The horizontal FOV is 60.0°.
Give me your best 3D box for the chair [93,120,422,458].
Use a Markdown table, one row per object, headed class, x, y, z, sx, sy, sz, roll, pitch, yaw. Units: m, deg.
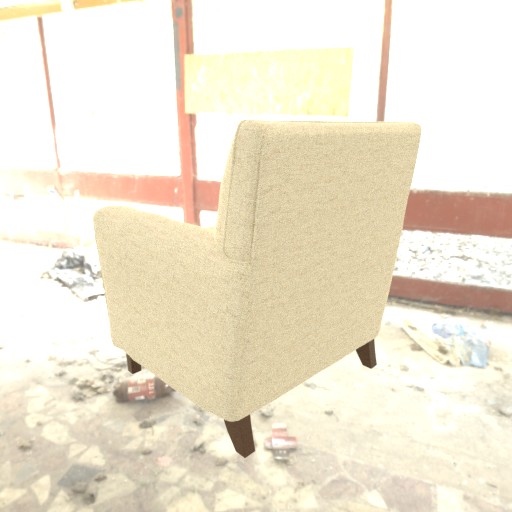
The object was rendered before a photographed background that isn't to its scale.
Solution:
| class | x | y | z | sx | sy | sz | roll | pitch | yaw |
| --- | --- | --- | --- | --- | --- | --- | --- | --- | --- |
| chair | 0.000 | 0.000 | 1.620 | 0.823 | 0.943 | 0.870 | 16 | 23 | 43 |
